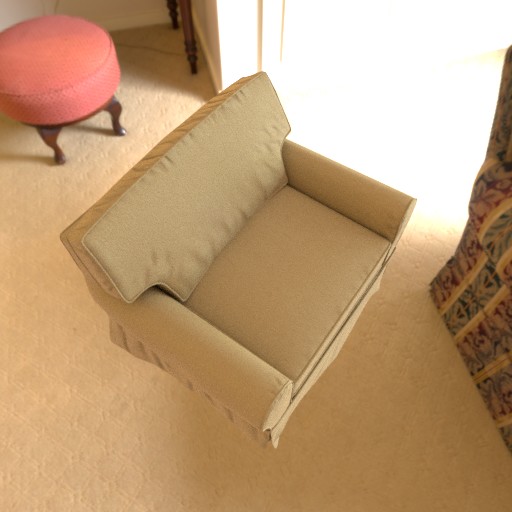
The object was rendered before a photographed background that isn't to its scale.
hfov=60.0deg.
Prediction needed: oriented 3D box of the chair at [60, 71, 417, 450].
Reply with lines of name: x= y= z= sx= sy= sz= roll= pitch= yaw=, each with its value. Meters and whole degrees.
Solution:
chair: x=0.000 y=0.000 z=1.776 sx=0.903 sy=0.937 sz=1.096 roll=32 pitch=63 yaw=18
